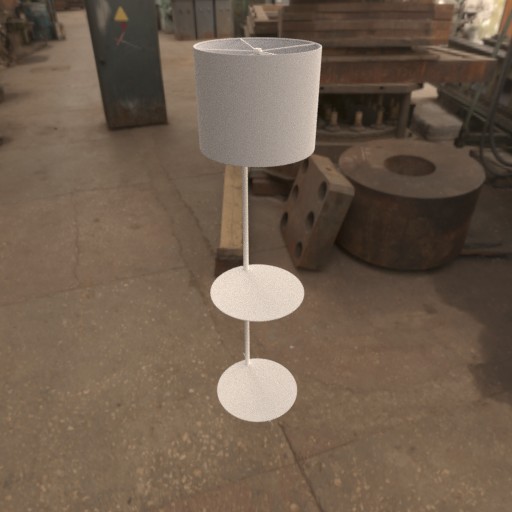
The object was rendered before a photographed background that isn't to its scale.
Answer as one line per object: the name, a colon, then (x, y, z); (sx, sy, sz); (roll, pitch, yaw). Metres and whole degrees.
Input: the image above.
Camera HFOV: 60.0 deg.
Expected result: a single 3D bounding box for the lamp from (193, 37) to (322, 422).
lamp: (0.000, 0.000, 1.689); (0.372, 1.465, 0.405); (-10, 34, -15)
